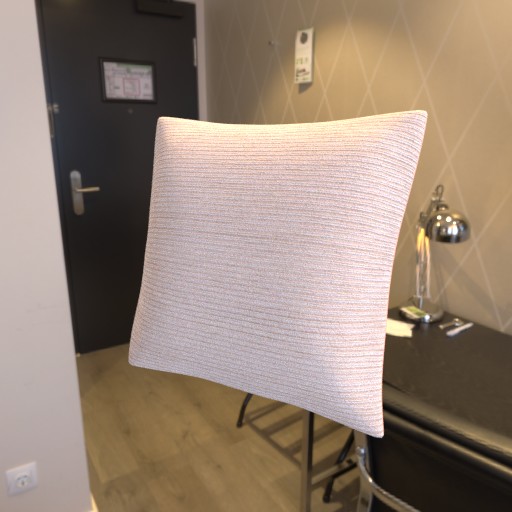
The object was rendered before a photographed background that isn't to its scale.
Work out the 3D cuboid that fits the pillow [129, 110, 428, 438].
[{"bbox_3d":[0.000,0.000,0.650,0.424,0.401,0.177,8,17,26],"label":"pillow"}]
